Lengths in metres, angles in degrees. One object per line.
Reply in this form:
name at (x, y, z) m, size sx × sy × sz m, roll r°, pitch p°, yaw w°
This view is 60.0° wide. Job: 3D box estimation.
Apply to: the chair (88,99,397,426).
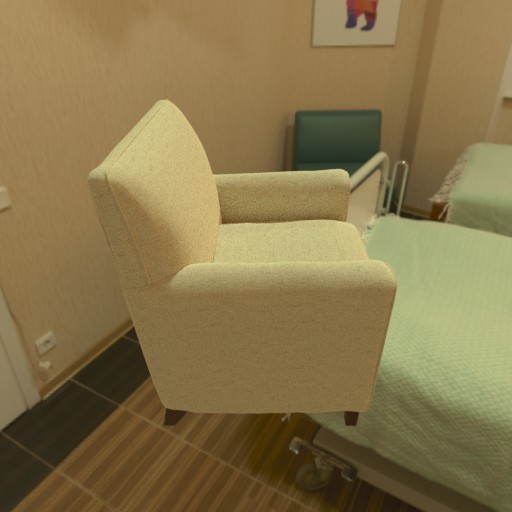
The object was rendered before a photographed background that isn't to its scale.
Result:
chair at (0.000, 0.000, 1.622) m, size 0.823 × 0.943 × 0.870 m, roll 0°, pitch 31°, yaw 1°
